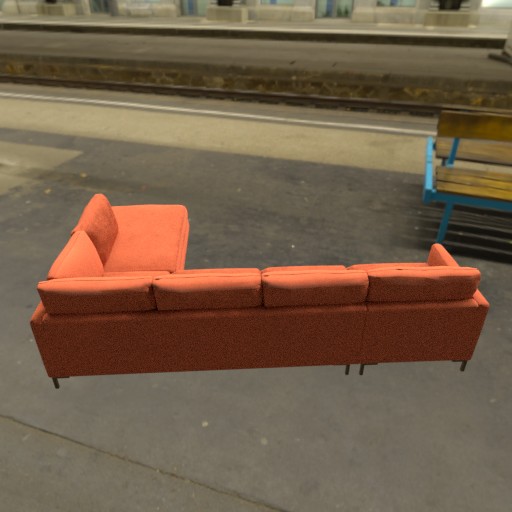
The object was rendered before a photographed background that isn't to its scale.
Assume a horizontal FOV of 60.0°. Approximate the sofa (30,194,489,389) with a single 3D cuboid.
[{"bbox_3d":[0.000,0.000,3.444,2.736,0.757,1.879,-2,32,-3],"label":"sofa"}]
